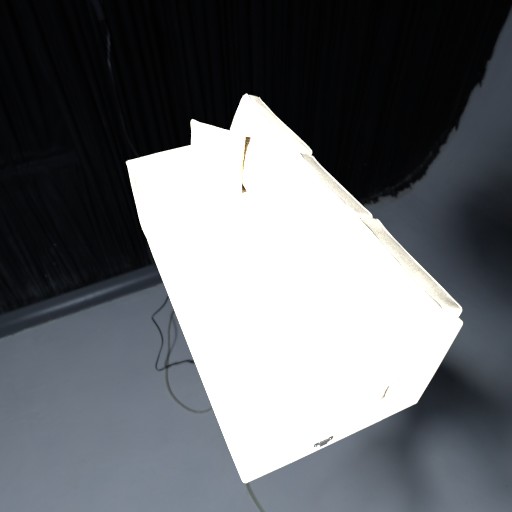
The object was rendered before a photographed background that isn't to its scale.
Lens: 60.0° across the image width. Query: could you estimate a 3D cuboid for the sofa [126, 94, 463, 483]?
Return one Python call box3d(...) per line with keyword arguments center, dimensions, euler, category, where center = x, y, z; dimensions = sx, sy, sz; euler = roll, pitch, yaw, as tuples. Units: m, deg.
box3d(center=(0.000, 0.000, 2.495), dimensions=(1.034, 0.946, 1.962), euler=(-18, 48, -16), category="sofa")
